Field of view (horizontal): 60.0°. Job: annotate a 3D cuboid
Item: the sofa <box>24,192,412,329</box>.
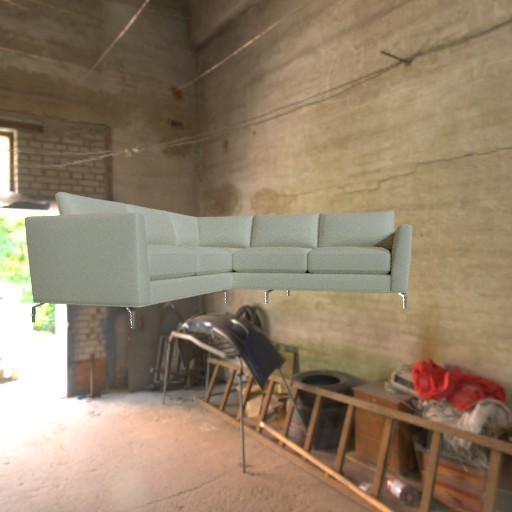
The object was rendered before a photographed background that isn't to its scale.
[{"bbox_3d":[0.000,0.000,3.655,2.448,0.867,2.430,0,0,18],"label":"sofa"}]
